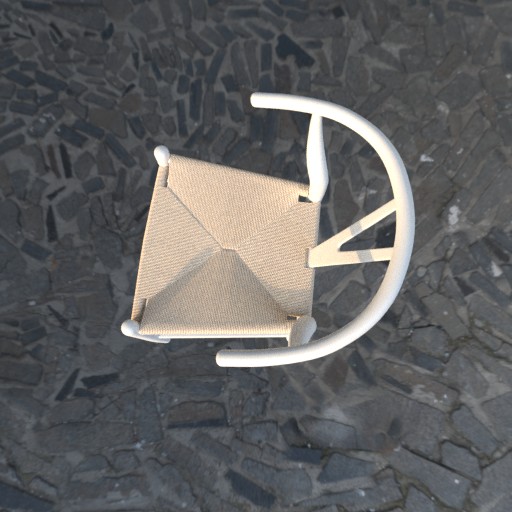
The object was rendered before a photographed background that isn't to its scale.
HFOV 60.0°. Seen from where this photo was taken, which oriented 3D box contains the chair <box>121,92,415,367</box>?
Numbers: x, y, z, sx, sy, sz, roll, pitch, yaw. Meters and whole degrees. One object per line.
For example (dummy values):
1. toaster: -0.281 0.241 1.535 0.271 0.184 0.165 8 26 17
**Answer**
1. chair: 0.000 0.000 1.153 0.579 0.730 0.569 6 76 2
